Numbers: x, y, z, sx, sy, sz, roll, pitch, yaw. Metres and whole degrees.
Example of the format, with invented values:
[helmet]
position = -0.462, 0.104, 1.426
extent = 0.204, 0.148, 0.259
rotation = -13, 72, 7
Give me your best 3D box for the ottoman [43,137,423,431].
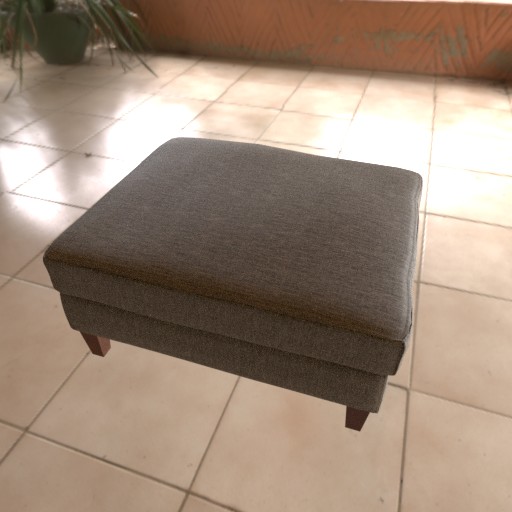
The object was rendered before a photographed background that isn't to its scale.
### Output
[ottoman]
position = 0.000, 0.000, 1.509
extent = 0.994, 0.492, 0.839
rotation = 12, 41, 14
